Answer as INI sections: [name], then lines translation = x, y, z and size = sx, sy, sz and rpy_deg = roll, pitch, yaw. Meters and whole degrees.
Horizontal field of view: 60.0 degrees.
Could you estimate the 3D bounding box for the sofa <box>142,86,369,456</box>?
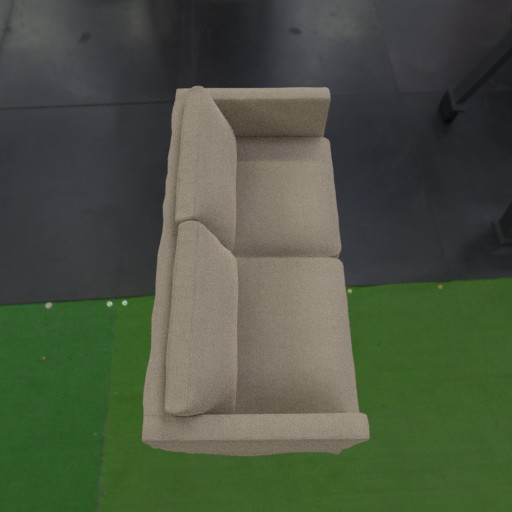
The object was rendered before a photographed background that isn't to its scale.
[sofa]
translation = 0.000, 0.000, 2.456
size = 0.956, 0.847, 1.987
rpy_deg = 0, 63, 0
